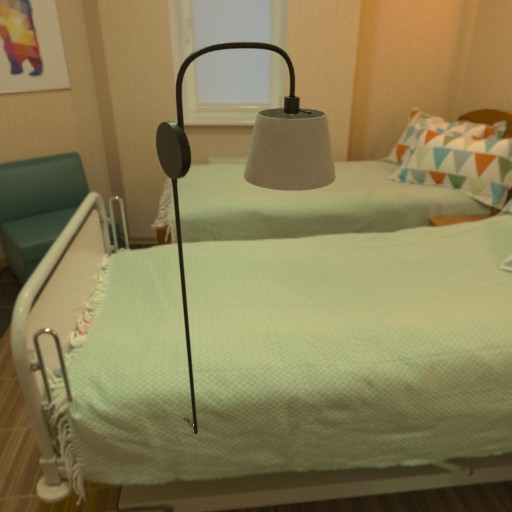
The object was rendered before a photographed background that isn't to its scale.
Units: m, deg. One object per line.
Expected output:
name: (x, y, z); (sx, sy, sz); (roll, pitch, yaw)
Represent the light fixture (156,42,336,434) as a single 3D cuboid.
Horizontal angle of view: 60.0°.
light fixture: (0.000, 0.000, 0.459); (0.176, 0.399, 0.092); (-19, 32, -32)
